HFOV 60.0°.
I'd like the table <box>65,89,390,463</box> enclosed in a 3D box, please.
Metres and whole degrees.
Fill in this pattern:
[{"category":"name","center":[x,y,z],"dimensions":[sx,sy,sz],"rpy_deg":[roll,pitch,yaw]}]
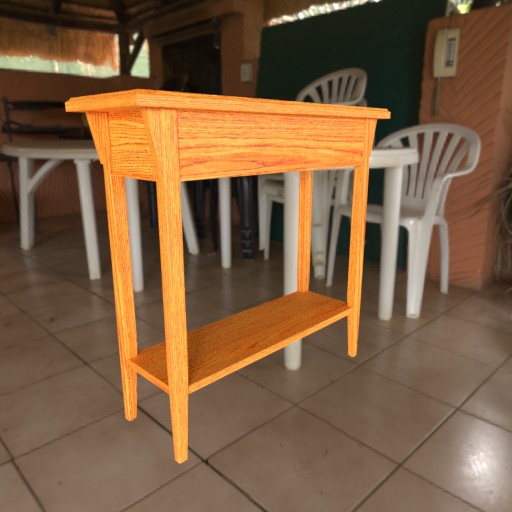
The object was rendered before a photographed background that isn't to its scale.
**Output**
[{"category":"table","center":[0.000,0.000,1.098],"dimensions":[0.254,0.711,0.762],"rpy_deg":[15,21,43]}]
